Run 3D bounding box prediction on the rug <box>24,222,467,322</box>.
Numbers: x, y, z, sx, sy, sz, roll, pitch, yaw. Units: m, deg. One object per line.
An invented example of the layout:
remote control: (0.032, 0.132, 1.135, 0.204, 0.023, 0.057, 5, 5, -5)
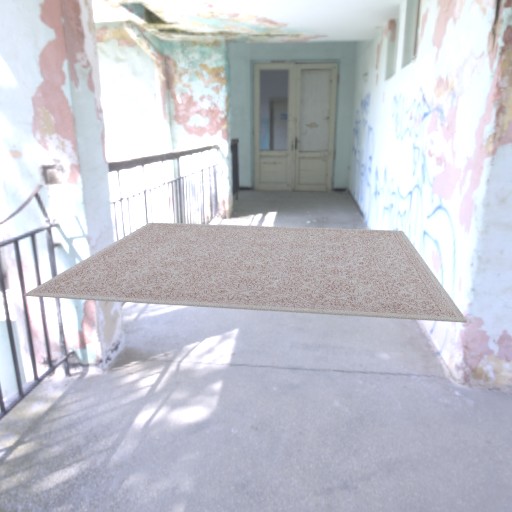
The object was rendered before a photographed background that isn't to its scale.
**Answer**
rug: (0.000, 0.000, 4.150, 3.050, 0.015, 2.441, 2, 17, 8)
